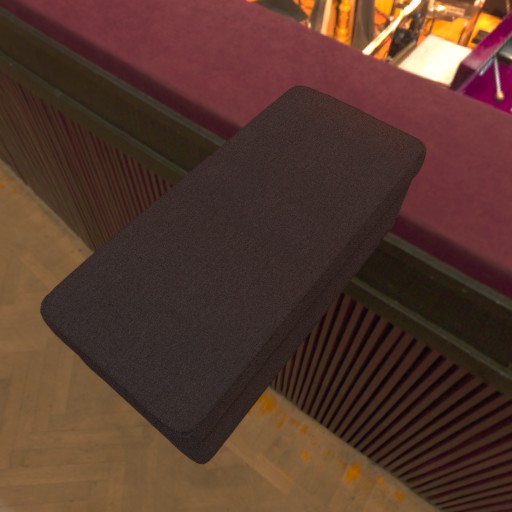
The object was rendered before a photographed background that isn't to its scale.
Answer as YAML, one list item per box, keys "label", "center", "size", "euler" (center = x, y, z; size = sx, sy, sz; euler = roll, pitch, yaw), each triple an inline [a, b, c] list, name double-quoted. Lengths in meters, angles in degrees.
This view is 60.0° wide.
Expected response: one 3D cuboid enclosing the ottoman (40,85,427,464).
- label: "ottoman"
  center: [0.000, 0.000, 1.373]
  size: [0.515, 0.460, 1.110]
  euler: [34, 63, 20]
